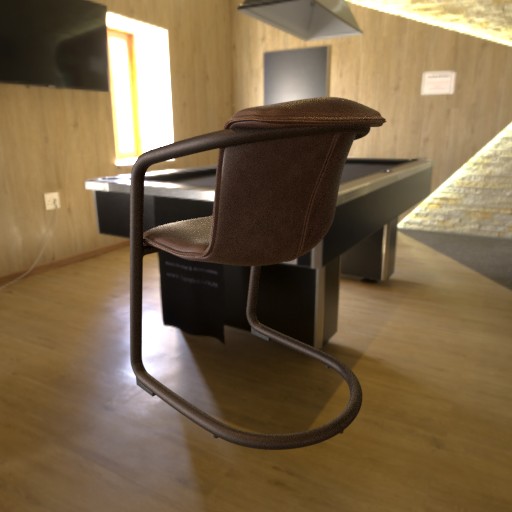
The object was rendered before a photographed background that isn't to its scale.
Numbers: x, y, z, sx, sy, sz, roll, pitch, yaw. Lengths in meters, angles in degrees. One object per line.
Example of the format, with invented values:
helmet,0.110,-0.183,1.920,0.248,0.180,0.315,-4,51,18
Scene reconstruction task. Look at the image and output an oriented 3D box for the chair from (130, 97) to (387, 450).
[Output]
chair,0.000,0.000,1.265,0.536,0.836,0.664,-16,23,-43
